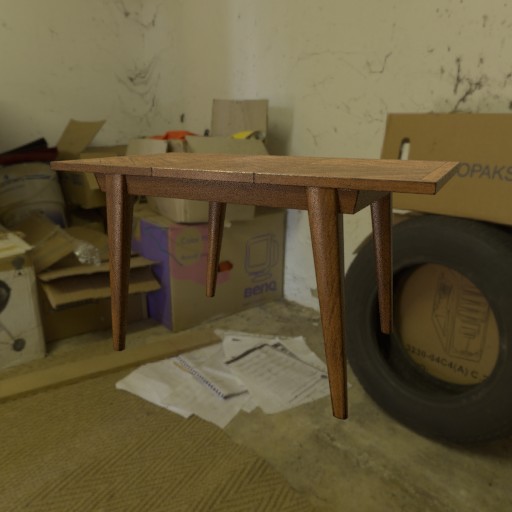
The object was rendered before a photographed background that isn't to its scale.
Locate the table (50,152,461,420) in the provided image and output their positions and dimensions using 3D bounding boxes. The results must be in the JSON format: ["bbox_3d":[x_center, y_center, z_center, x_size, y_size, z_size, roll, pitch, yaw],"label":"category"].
[{"bbox_3d":[0.000,0.000,1.823,1.400,0.760,0.757,8,18,27],"label":"table"}]
